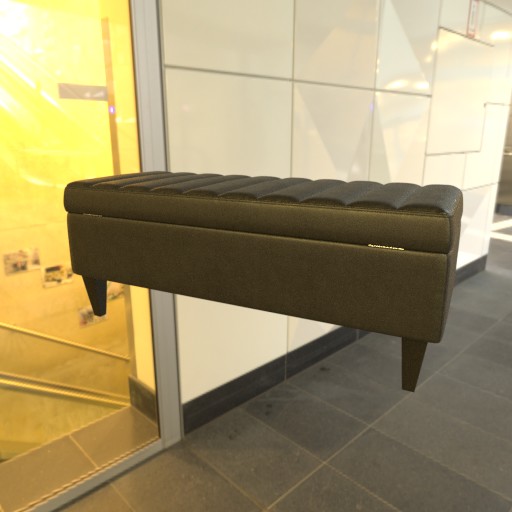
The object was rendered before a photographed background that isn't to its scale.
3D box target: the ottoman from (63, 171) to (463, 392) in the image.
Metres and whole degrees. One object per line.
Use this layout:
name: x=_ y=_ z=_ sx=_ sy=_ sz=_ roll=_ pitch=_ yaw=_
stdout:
ottoman: x=0.000 y=0.000 z=1.407 sx=1.151 sy=0.469 sz=0.482 roll=8 pitch=17 yaw=25
